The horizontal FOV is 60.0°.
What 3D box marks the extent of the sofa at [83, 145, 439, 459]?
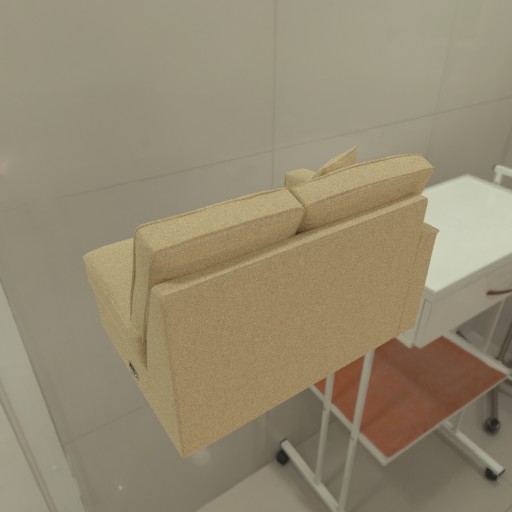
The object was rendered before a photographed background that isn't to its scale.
[{"bbox_3d":[0.000,0.000,2.107,1.388,0.989,0.991,-20,37,-29],"label":"sofa"}]
